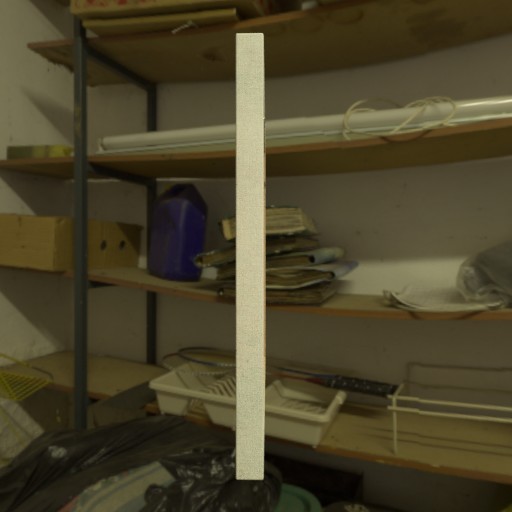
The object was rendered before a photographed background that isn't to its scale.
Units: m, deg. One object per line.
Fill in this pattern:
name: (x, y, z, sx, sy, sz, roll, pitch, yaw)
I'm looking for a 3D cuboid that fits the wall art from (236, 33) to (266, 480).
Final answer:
wall art: (0.000, 0.000, 0.911, 0.040, 0.612, 0.612, 0, 0, 1)
